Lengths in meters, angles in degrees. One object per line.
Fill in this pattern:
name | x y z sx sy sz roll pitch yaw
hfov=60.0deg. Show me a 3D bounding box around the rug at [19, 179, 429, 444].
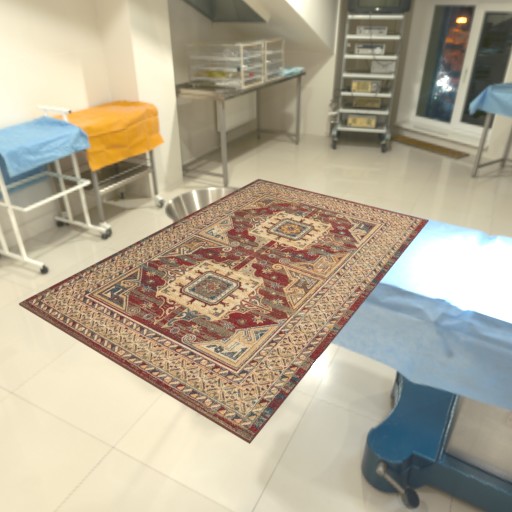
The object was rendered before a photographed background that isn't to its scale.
rug | 0.000 0.000 5.646 3.033 0.033 4.578 19 35 29
